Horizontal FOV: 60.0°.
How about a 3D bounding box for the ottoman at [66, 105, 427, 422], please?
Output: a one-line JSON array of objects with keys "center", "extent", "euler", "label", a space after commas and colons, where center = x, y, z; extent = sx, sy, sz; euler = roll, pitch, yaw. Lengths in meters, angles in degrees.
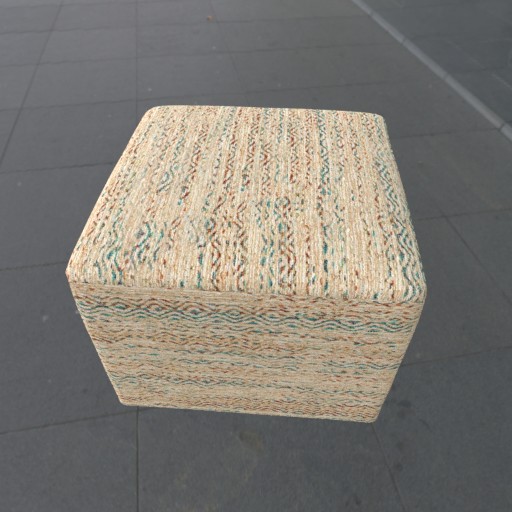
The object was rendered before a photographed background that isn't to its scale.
[{"center": [0.000, 0.000, 0.914], "extent": [0.521, 0.453, 0.512], "euler": [3, 45, 3], "label": "ottoman"}]
